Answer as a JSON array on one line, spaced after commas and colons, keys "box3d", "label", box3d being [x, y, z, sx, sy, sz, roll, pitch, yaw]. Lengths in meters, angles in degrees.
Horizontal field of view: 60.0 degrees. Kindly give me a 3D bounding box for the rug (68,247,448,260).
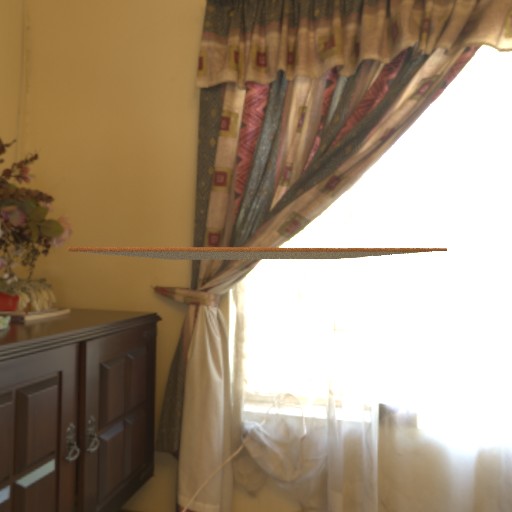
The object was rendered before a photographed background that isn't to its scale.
[{"box3d": [0.000, 0.000, 2.331, 1.219, 0.014, 1.829, 0, -1, 0], "label": "rug"}]
